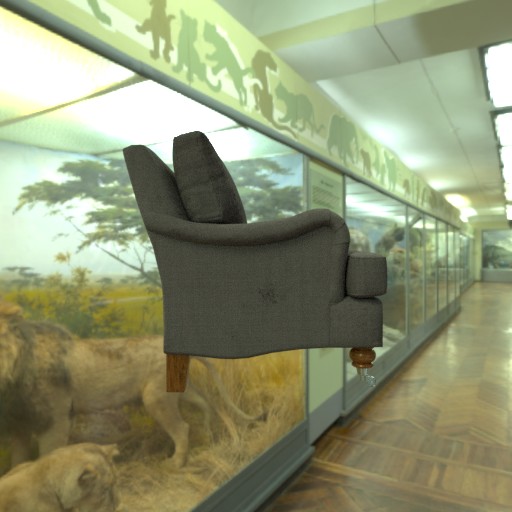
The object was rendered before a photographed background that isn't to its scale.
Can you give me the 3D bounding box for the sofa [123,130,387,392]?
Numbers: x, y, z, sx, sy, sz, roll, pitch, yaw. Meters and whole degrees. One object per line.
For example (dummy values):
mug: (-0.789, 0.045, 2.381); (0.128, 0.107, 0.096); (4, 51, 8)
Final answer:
sofa: (0.000, 0.000, 2.805); (1.086, 1.087, 2.165); (0, 0, 0)
